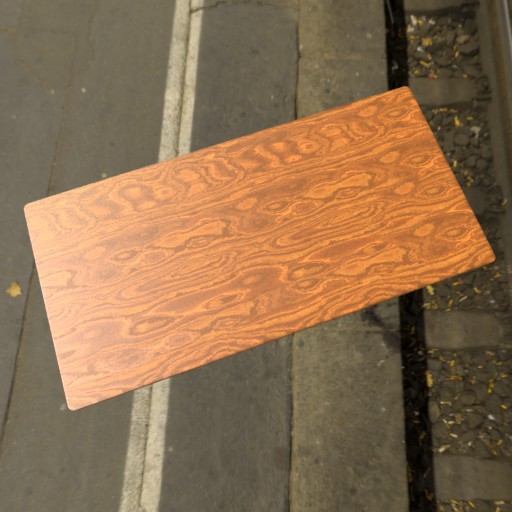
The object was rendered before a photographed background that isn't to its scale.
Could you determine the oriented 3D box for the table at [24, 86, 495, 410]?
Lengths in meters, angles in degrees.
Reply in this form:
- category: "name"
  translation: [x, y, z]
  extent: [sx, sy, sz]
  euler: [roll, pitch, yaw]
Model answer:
- category: "table"
  translation: [0.000, 0.000, 2.211]
  extent: [1.791, 0.753, 0.883]
  euler: [-19, 75, -5]
